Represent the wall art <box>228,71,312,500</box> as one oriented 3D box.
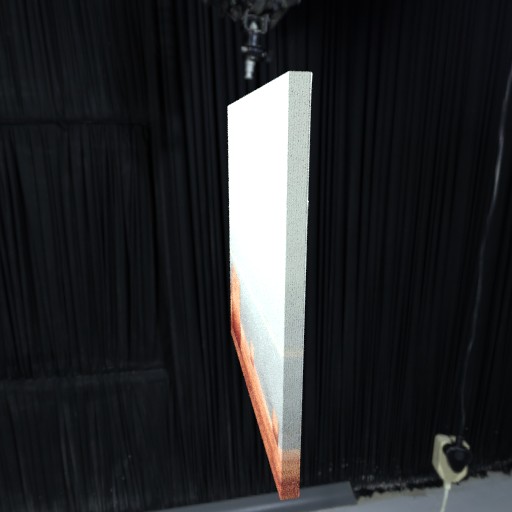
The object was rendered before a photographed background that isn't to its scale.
[{"bbox_3d":[0.000,0.000,1.109,0.042,0.760,0.760,-3,15,-10],"label":"wall art"}]
